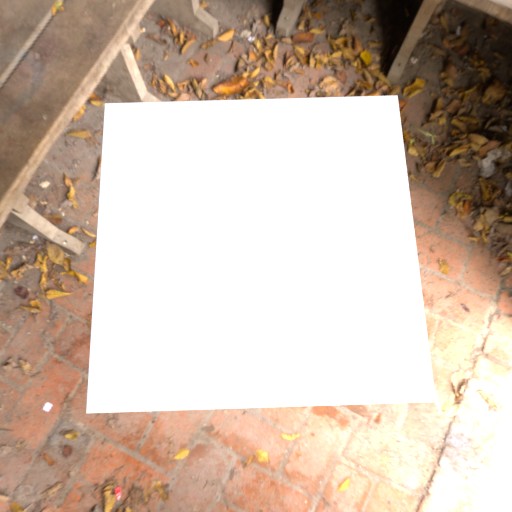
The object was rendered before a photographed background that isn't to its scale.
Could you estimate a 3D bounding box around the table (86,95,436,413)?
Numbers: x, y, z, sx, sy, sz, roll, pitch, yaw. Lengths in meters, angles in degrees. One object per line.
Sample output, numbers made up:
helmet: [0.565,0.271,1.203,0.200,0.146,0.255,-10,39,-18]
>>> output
table: [0.000,0.000,1.113,0.700,0.289,0.700,-2,76,0]
